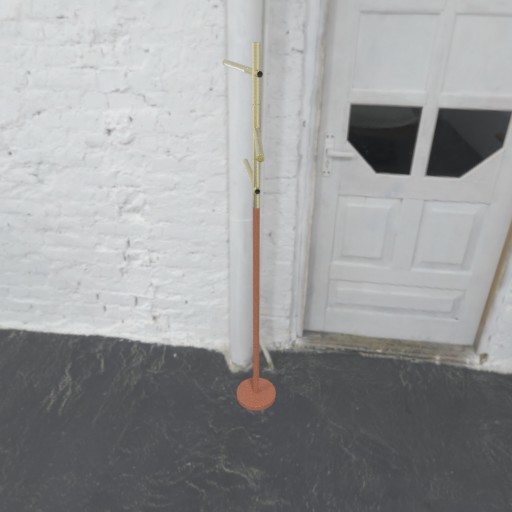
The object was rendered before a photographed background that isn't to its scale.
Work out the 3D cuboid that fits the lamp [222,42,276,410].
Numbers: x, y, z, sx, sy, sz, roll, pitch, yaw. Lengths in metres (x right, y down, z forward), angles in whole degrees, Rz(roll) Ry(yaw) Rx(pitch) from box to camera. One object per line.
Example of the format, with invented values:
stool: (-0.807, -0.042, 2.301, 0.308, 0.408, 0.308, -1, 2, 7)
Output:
lamp: (0.000, 0.000, 1.958, 0.209, 1.704, 0.737, -8, 30, -14)
